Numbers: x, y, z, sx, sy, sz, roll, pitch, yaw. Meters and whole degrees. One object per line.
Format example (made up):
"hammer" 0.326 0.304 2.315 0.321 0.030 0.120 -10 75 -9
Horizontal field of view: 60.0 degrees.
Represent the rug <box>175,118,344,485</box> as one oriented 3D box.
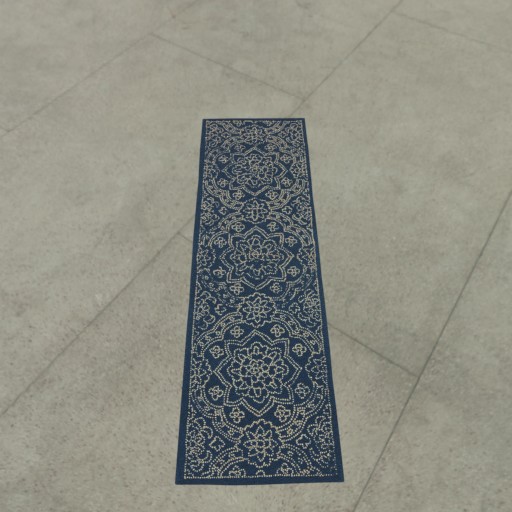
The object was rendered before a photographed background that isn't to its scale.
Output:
"rug" 0.000 0.000 2.655 0.769 0.012 2.448 -1 57 0
